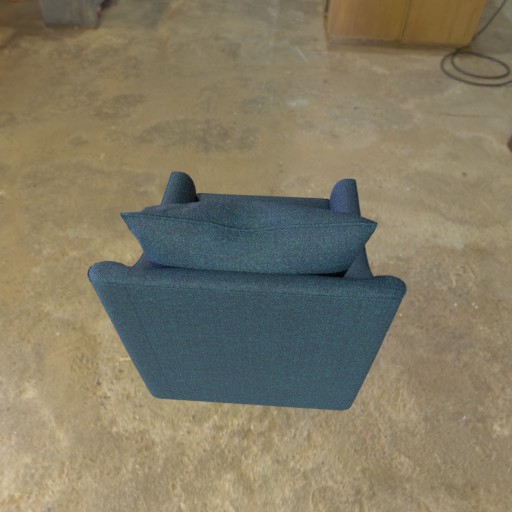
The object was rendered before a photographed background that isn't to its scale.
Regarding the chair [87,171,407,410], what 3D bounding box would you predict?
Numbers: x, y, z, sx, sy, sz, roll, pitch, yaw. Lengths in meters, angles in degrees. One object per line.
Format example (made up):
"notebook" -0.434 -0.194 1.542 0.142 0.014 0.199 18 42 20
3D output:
"chair" 0.000 0.000 1.556 0.750 0.939 0.870 3 47 3
